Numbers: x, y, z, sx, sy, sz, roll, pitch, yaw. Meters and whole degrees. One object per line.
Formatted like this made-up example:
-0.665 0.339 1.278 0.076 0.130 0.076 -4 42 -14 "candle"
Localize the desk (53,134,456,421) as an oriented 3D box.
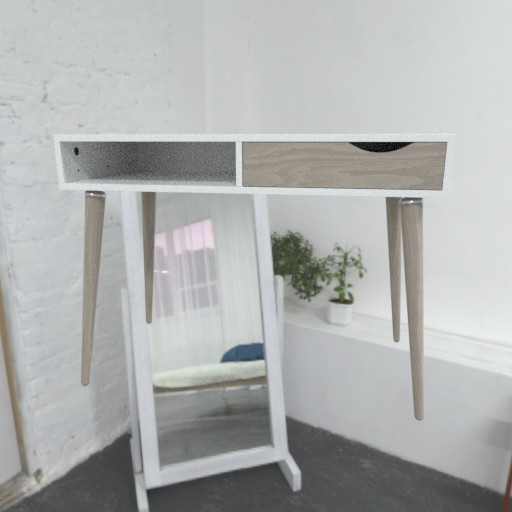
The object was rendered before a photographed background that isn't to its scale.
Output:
0.000 0.000 1.375 0.979 0.723 0.491 3 15 10 "desk"
